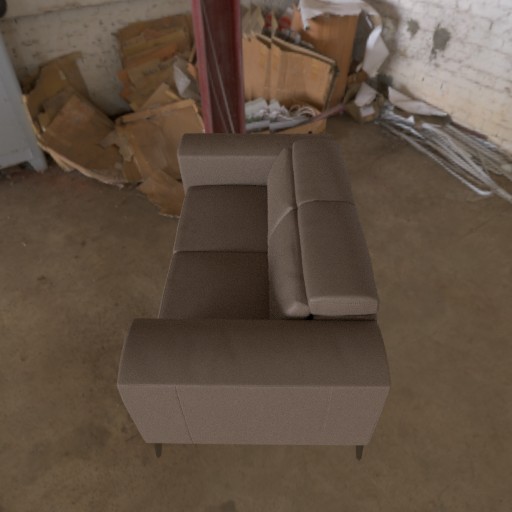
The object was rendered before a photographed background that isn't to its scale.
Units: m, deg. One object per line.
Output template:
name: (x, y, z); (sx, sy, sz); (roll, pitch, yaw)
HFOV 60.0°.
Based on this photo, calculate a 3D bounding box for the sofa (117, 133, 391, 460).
sofa: (0.000, 0.000, 2.403); (1.003, 0.779, 1.895); (0, 43, 0)
